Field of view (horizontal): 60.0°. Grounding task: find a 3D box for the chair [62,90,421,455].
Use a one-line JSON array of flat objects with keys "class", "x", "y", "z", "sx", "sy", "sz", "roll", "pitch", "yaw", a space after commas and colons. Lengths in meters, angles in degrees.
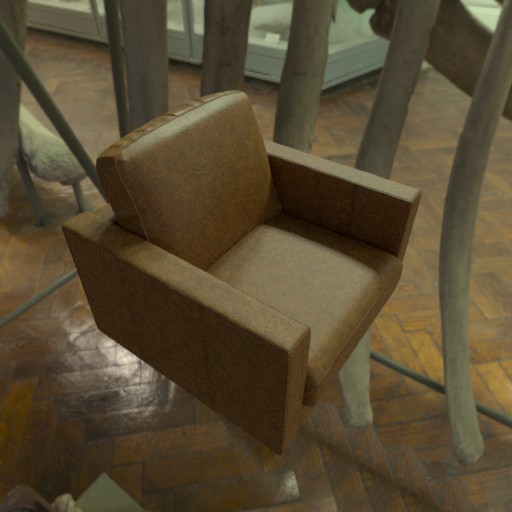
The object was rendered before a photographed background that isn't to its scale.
[{"class": "chair", "x": 0.000, "y": 0.000, "z": 1.627, "sx": 0.909, "sy": 0.956, "sz": 0.890, "roll": 25, "pitch": 47, "yaw": 26}]
